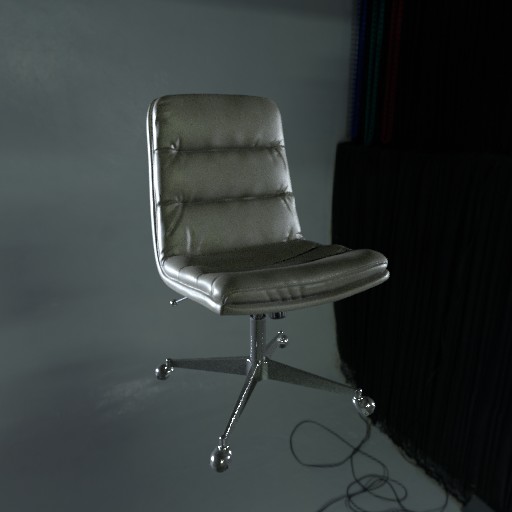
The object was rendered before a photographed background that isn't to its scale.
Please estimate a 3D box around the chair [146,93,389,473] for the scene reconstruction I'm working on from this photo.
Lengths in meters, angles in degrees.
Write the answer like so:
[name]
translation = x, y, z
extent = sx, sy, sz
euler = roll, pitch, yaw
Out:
[chair]
translation = 0.000, 0.000, 1.038
extent = 0.422, 0.738, 0.485
euler = -9, 18, -28
